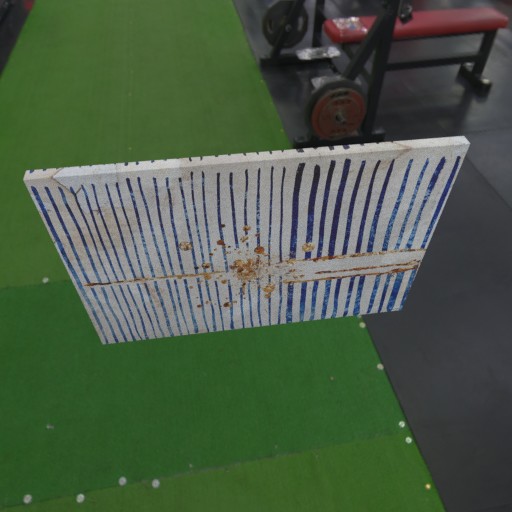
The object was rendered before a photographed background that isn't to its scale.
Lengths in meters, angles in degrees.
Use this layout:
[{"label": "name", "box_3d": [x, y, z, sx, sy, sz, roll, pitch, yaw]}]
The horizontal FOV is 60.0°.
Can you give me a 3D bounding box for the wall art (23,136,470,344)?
[{"label": "wall art", "box_3d": [0.000, 0.000, 1.416, 1.143, 0.757, 0.038, -6, 48, -5]}]
